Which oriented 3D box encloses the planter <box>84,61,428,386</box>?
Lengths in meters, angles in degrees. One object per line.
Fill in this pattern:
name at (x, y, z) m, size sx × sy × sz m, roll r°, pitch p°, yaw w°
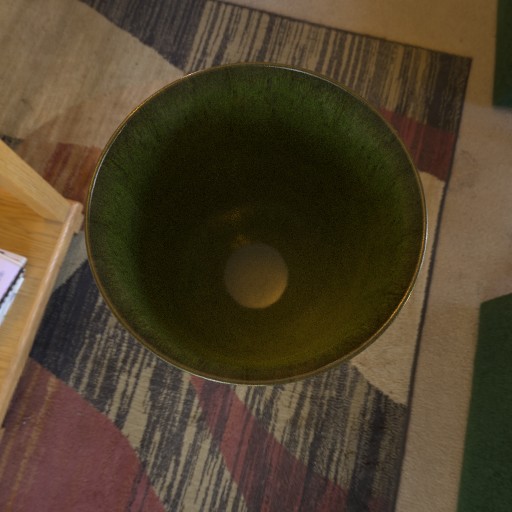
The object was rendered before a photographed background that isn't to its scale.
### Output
planter at (0.000, 0.000, 0.446) m, size 0.245 × 0.270 × 0.245 m, roll 0°, pitch 75°, yaw 0°
